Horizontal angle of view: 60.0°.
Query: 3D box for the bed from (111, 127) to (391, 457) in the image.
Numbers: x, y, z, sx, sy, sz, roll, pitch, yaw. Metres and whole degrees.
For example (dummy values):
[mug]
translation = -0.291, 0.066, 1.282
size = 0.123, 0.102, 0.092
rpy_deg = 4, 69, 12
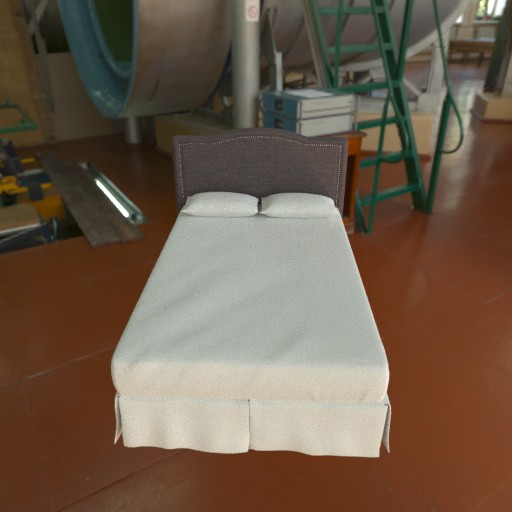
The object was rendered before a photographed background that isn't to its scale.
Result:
[bed]
translation = 0.000, 0.000, 3.479
size = 1.741, 1.441, 2.507
rpy_deg = 1, 29, 2
